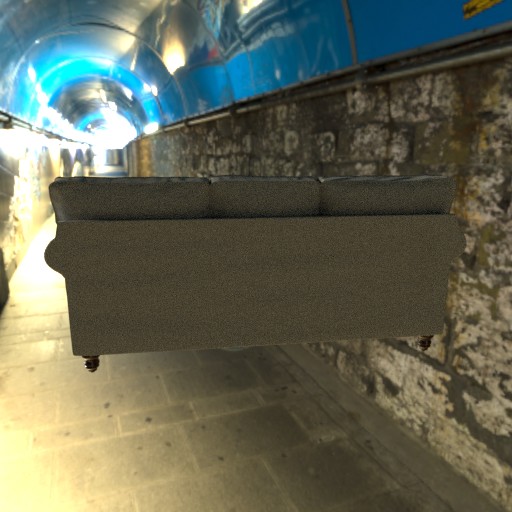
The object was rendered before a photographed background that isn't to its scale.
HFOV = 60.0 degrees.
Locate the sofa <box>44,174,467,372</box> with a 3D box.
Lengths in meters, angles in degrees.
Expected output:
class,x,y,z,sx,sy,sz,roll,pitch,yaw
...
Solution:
class,x,y,z,sx,sy,sz,roll,pitch,yaw
sofa,0.000,0.000,2.597,2.084,0.961,0.916,-2,13,-8
